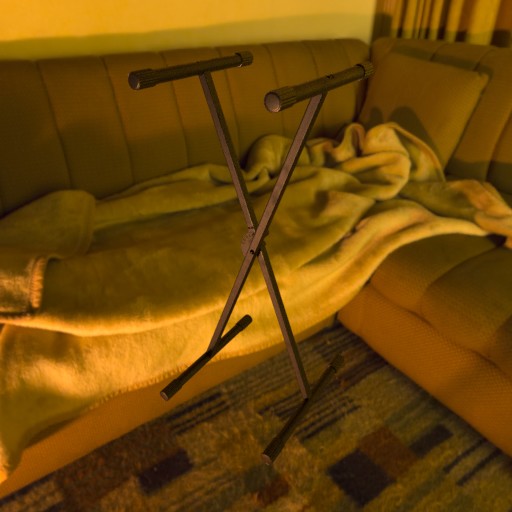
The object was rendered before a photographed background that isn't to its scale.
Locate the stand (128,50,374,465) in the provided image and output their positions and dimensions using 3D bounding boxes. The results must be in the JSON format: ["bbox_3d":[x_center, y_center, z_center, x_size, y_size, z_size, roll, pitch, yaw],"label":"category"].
[{"bbox_3d":[0.000,0.000,1.179,0.409,0.940,0.449,20,37,29],"label":"stand"}]
